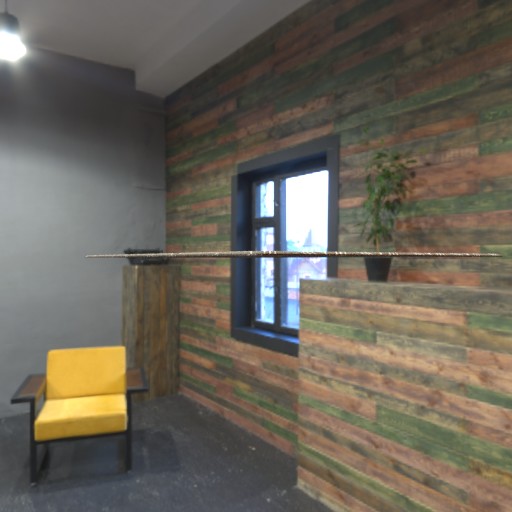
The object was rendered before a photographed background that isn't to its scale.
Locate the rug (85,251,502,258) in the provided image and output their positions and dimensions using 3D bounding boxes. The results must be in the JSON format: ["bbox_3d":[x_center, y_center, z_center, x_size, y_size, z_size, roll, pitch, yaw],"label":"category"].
[{"bbox_3d":[0.000,0.000,2.254,1.239,0.012,1.836,0,0,-35],"label":"rug"}]
